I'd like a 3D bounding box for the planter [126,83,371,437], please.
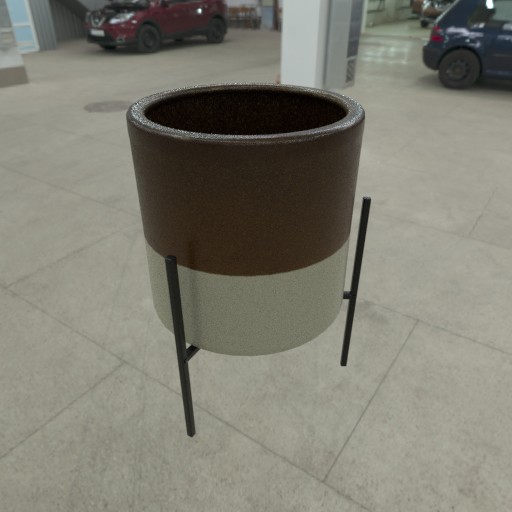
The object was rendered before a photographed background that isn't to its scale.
[{"bbox_3d":[0.000,0.000,0.565,0.269,0.375,0.255,0,32,-1],"label":"planter"}]
